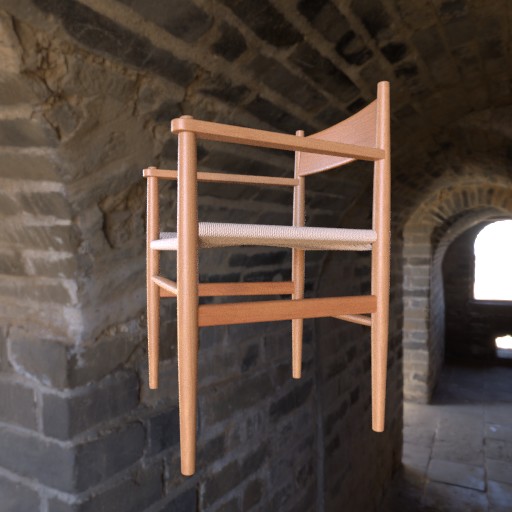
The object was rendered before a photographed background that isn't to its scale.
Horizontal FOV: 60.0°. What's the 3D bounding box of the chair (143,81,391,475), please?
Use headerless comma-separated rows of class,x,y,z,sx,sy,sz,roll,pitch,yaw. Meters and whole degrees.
chair,0.000,0.000,1.100,0.495,0.762,0.556,0,1,-20
